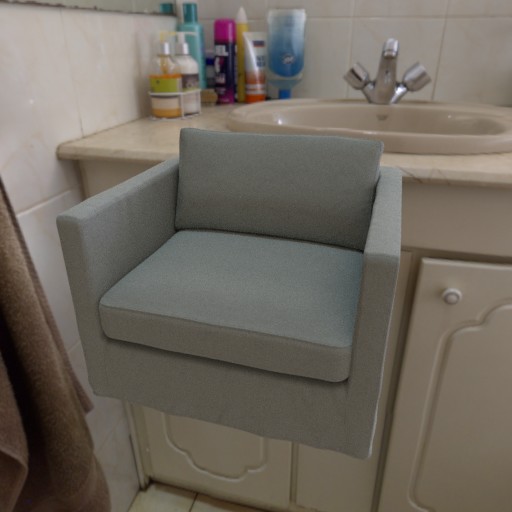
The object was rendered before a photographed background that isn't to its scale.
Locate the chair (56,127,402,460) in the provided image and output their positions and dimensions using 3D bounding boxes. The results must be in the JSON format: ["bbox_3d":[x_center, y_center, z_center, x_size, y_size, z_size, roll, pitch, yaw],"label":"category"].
[{"bbox_3d":[0.000,0.000,1.733,1.057,0.863,0.949,7,27,15],"label":"chair"}]
